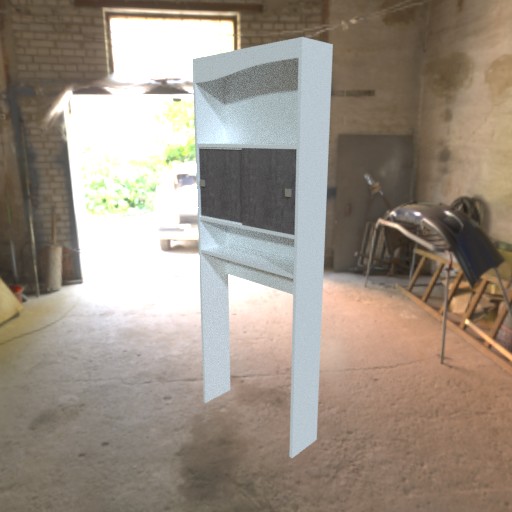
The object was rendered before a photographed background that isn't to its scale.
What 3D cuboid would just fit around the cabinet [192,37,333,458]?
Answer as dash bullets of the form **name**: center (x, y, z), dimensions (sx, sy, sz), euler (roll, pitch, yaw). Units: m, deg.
- **cabinet**: center (0.000, 0.000, 2.087), dimensions (0.643, 1.770, 0.192), euler (14, 21, 43)
